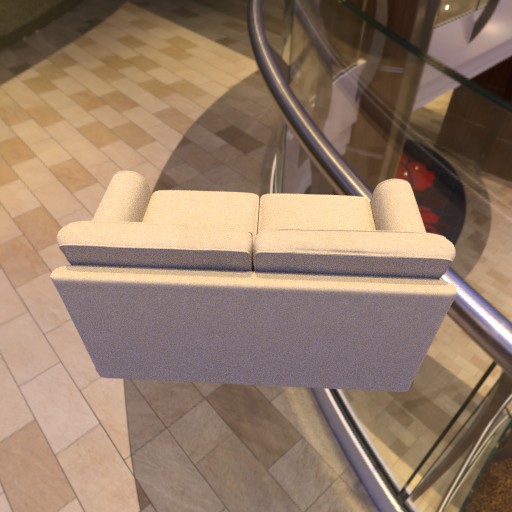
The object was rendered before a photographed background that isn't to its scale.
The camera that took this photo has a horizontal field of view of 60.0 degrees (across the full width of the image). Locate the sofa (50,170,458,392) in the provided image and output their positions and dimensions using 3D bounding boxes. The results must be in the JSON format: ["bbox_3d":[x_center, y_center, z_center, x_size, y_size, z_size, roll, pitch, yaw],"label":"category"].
[{"bbox_3d":[0.000,0.000,2.332,1.727,0.940,0.991,2,45,2],"label":"sofa"}]
